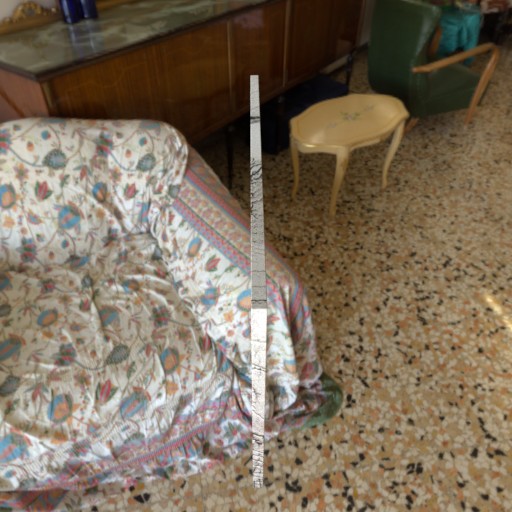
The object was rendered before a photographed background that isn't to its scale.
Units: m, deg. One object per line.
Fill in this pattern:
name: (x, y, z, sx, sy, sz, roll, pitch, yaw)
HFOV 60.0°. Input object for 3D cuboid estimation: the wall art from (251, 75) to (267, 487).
wall art: (0.000, 0.000, 1.156, 0.023, 0.607, 0.914, 0, 41, 0)
